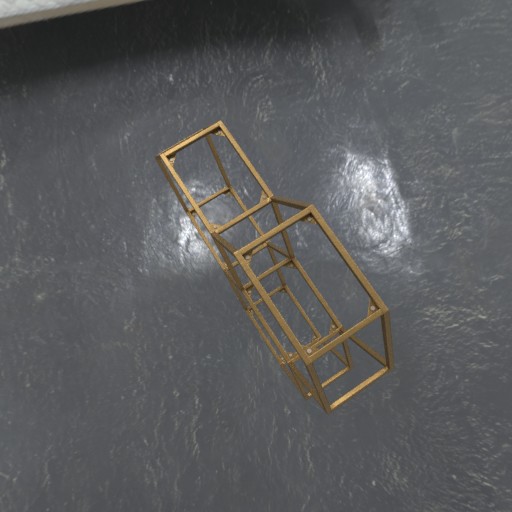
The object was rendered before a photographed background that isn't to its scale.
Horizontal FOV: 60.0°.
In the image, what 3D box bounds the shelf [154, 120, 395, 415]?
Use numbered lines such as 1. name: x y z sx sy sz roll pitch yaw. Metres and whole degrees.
1. shelf: 0.000 0.000 1.047 0.150 0.701 0.708 -32 78 -8
